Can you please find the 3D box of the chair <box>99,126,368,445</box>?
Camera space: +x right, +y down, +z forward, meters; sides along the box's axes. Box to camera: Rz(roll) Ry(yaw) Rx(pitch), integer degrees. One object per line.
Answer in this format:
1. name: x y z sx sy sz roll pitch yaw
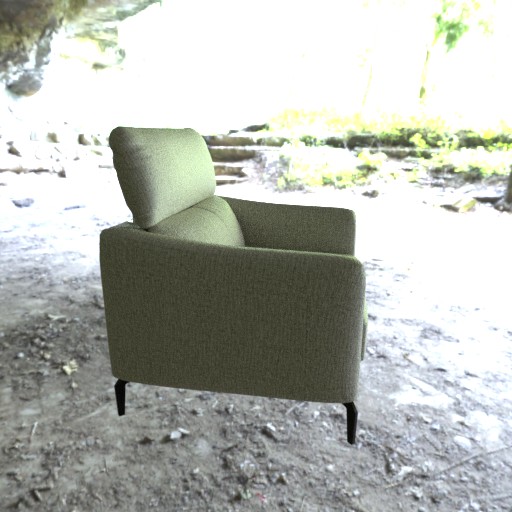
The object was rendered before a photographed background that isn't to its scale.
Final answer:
1. chair: 0.000 0.000 1.726 0.835 0.967 0.972 3 16 10
